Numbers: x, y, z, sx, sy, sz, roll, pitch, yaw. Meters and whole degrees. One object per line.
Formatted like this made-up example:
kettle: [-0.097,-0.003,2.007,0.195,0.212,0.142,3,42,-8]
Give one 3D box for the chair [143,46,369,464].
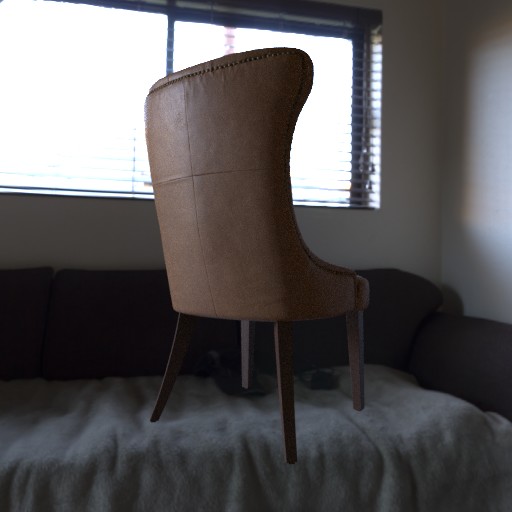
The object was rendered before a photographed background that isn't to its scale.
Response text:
chair: [0.000,0.000,1.457,0.611,1.065,0.669,-1,-1,35]
